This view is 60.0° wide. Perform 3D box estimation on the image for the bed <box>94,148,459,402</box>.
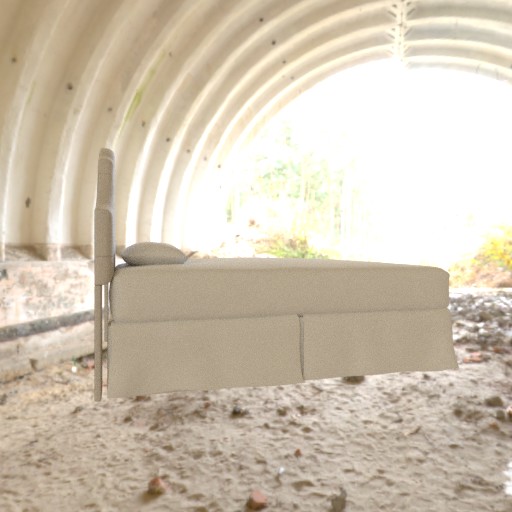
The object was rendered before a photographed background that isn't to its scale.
[{"bbox_3d":[0.000,0.000,3.748,2.477,1.617,2.039,0,0,-17],"label":"bed"}]
